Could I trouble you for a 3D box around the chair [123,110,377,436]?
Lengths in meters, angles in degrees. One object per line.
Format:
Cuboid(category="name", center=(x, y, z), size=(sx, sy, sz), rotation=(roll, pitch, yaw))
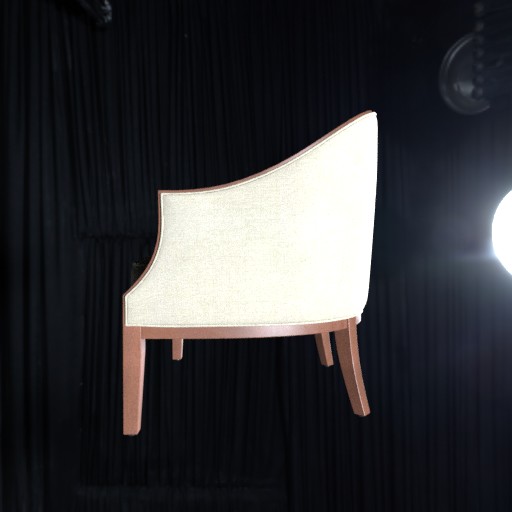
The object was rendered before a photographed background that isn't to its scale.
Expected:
Cuboid(category="chair", center=(0.000, 0.000, 1.474), size=(0.735, 0.876, 0.803), rotation=(0, 1, -1))
